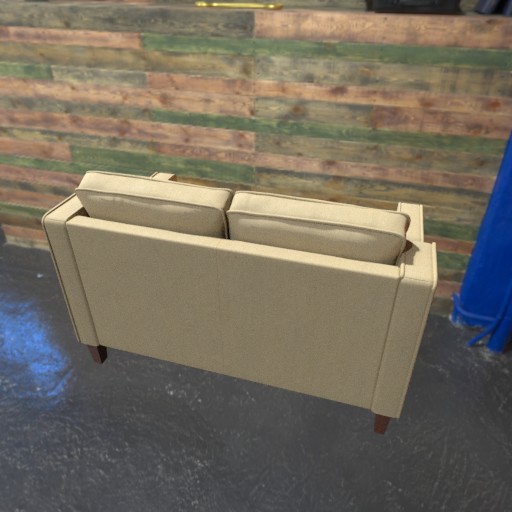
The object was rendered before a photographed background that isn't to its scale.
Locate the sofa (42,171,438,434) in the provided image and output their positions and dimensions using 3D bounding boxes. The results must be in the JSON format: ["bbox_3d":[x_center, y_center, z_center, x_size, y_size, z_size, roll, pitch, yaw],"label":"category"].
[{"bbox_3d":[0.000,0.000,2.156,1.501,0.971,0.987,9,34,14],"label":"sofa"}]
